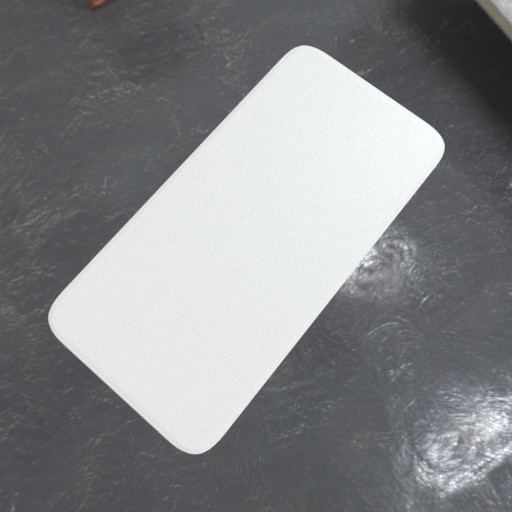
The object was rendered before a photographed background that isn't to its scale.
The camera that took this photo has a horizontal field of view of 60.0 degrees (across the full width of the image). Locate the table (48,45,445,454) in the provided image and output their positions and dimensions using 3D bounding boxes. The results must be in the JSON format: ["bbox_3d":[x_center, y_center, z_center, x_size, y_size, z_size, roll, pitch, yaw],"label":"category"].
[{"bbox_3d":[0.000,0.000,1.677,0.610,0.737,1.219,39,79,9],"label":"table"}]
